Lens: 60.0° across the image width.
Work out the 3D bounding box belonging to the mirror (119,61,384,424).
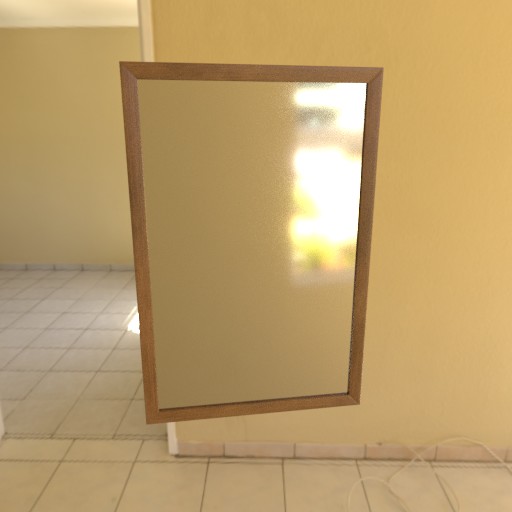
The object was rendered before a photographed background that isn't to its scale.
[{"bbox_3d":[0.000,0.000,1.149,0.609,0.915,0.040,-2,15,-8],"label":"mirror"}]
